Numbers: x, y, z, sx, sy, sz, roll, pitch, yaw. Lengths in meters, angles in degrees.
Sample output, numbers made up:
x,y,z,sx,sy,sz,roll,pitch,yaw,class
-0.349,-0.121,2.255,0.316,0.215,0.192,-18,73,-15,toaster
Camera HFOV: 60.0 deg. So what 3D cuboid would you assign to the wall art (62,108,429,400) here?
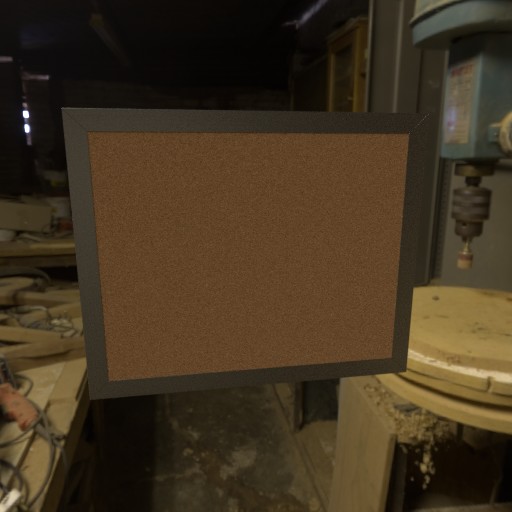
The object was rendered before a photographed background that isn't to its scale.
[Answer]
x,y,z,sx,sy,sz,roll,pitch,yaw,class
0.000,0.000,0.734,0.557,0.456,0.032,-2,14,-9,wall art
